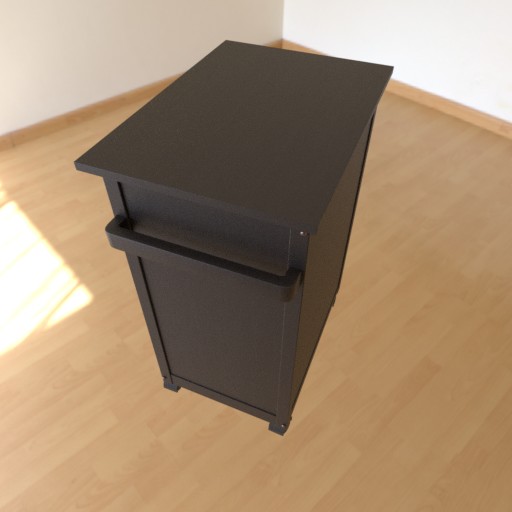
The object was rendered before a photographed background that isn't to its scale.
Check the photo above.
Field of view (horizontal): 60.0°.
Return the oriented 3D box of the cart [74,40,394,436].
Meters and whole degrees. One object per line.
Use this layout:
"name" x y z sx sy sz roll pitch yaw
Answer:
"cart" 0.000 0.000 1.243 0.456 0.879 0.660 17 48 16
